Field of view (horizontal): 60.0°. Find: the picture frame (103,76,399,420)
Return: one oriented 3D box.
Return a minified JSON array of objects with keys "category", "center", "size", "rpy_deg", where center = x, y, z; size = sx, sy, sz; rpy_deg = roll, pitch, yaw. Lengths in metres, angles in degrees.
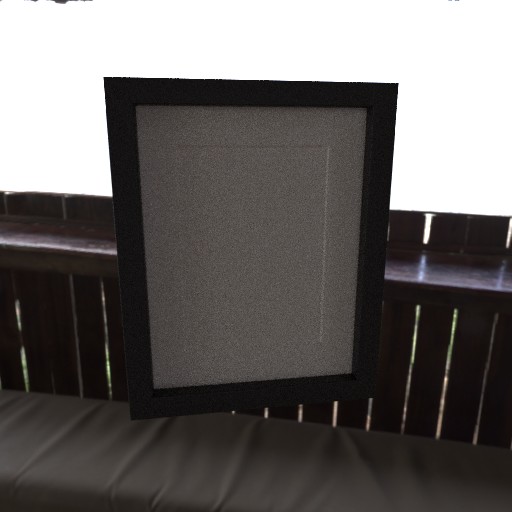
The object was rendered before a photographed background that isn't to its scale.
[{"category":"picture frame","center":[0.000,0.000,0.518],"size":[0.307,0.383,0.036],"rpy_deg":[-2,15,-9]}]
